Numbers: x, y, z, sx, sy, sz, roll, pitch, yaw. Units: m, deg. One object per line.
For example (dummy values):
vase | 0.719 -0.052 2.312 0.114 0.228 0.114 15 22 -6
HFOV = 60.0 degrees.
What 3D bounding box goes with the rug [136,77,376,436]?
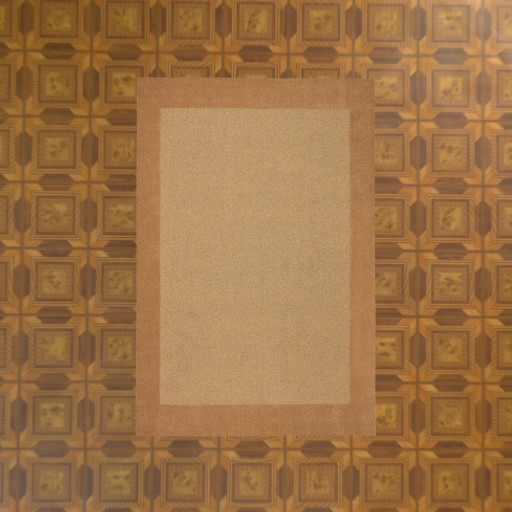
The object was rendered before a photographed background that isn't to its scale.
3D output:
rug | 0.000 0.000 2.266 1.219 0.014 1.829 0 89 0
